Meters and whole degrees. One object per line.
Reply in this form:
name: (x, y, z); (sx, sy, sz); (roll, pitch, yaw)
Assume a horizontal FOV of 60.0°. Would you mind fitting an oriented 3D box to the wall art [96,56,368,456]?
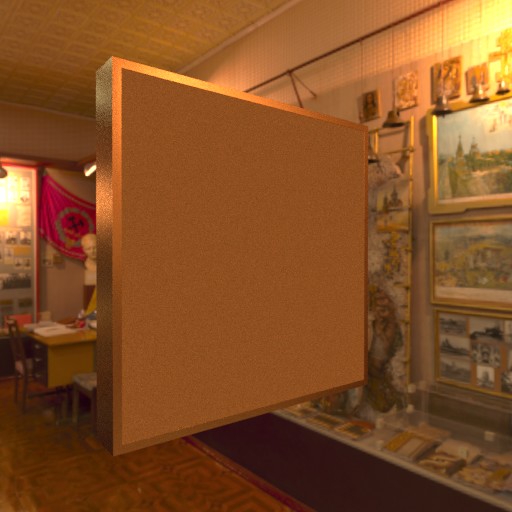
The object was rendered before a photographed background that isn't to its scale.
wall art: (0.000, 0.000, 0.445); (0.304, 0.304, 0.038); (0, 0, -38)
